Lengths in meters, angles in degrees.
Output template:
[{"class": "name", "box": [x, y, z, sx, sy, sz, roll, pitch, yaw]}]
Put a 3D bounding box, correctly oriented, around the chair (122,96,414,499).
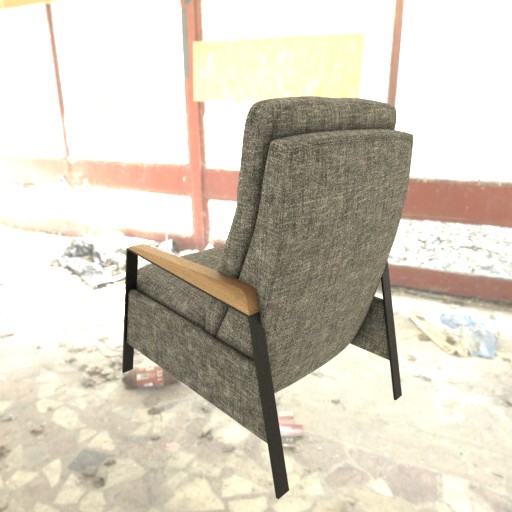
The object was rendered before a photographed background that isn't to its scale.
[{"class": "chair", "box": [0.000, 0.000, 1.563, 0.671, 1.042, 0.868, -17, 24, -41]}]
